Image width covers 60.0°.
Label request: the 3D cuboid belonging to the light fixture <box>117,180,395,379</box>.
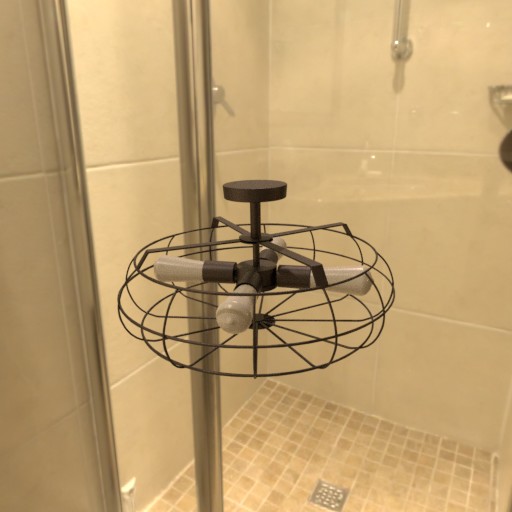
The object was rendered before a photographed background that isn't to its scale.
[{"bbox_3d":[0.000,0.000,0.952,0.582,0.311,0.582,0,17,0],"label":"light fixture"}]
